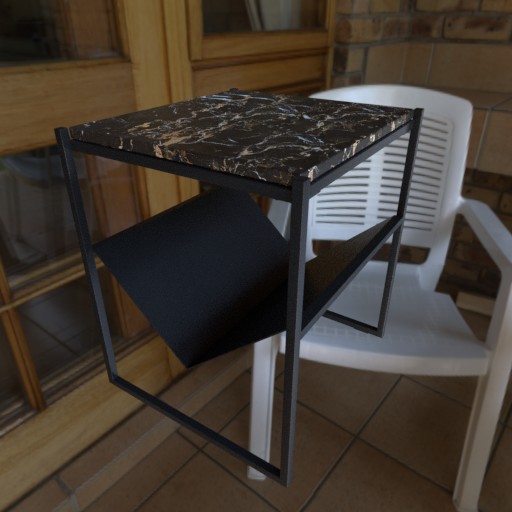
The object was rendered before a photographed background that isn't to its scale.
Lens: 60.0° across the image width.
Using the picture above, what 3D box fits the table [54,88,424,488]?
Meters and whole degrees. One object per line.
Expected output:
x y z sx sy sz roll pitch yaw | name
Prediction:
0.000 0.000 0.873 0.432 0.534 0.469 18 34 29 | table
